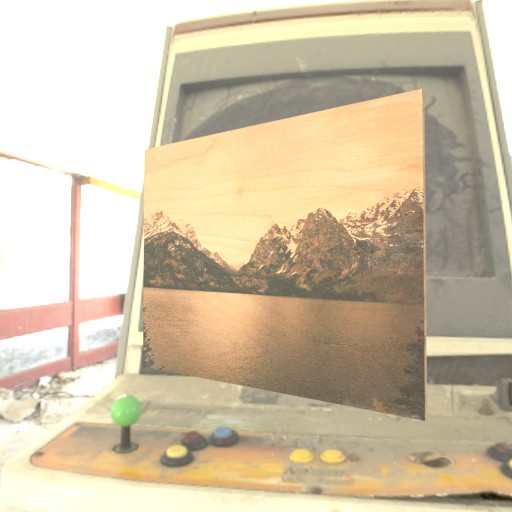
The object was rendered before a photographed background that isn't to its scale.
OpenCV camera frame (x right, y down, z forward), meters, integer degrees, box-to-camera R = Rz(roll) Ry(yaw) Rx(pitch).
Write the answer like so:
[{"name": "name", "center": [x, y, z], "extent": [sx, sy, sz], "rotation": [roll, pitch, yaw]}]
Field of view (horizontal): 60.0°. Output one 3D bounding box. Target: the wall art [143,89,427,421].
[{"name": "wall art", "center": [0.000, 0.000, 0.693], "extent": [0.508, 0.408, 0.010], "rotation": [-1, -1, 35]}]
